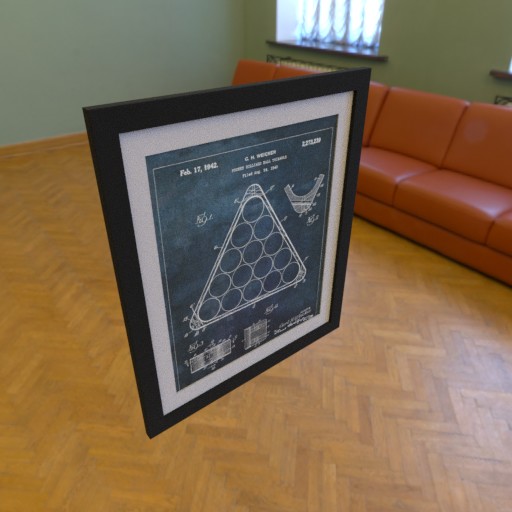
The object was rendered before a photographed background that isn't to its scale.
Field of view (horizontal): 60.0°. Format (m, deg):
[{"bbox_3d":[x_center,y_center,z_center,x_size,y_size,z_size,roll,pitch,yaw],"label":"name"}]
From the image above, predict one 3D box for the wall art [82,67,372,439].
[{"bbox_3d":[0.000,0.000,0.491,0.311,0.361,0.010,-22,38,-32],"label":"wall art"}]
